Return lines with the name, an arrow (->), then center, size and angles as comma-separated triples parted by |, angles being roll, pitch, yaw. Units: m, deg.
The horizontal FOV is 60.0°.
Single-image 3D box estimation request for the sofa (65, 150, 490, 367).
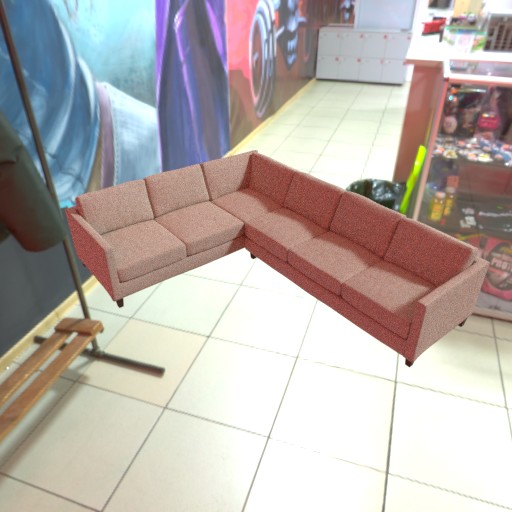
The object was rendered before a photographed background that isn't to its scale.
sofa -> 0.000, 0.000, 4.184 | 2.432, 0.863, 3.182 | -23, 40, -32
